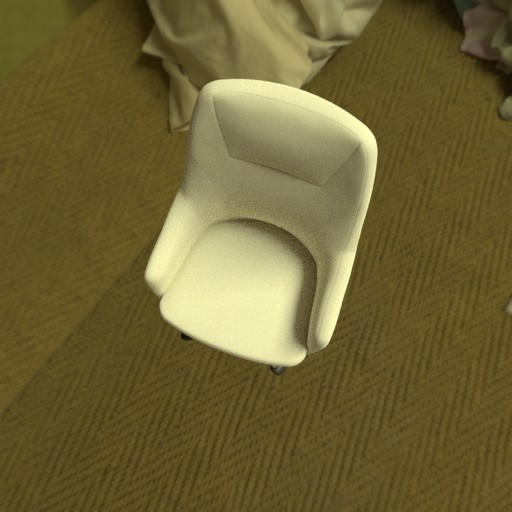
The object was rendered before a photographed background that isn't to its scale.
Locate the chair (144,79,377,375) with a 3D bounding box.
[{"bbox_3d":[0.000,0.000,1.449,0.620,1.049,0.640,19,75,5],"label":"chair"}]
